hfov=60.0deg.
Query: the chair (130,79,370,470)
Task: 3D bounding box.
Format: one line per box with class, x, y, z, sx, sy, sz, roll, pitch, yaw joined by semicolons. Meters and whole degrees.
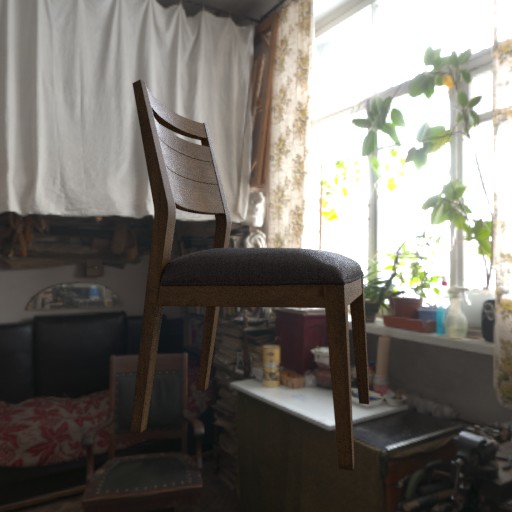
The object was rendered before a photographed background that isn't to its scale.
chair;0.000;0.000;1.298;0.610;0.939;0.501;0;0;18
